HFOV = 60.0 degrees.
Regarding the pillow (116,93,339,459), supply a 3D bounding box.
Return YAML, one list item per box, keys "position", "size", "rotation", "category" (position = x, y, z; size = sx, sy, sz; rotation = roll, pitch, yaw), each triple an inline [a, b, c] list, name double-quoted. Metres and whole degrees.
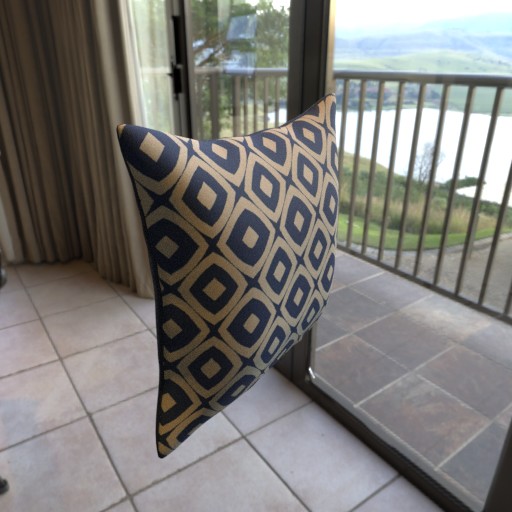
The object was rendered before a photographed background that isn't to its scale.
- position: [0.000, 0.000, 0.758]
  size: [0.188, 0.494, 0.504]
  rotation: [17, 29, 32]
  category: "pillow"
